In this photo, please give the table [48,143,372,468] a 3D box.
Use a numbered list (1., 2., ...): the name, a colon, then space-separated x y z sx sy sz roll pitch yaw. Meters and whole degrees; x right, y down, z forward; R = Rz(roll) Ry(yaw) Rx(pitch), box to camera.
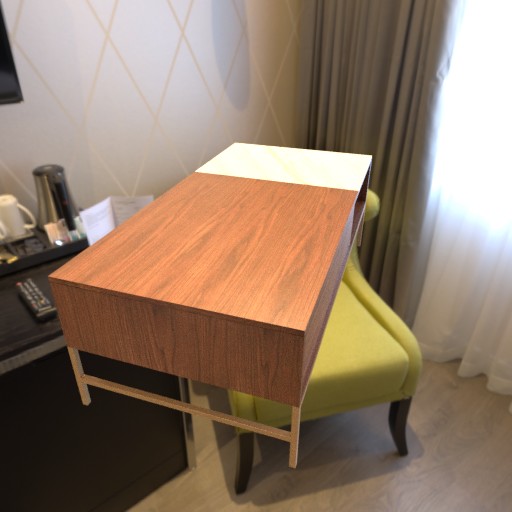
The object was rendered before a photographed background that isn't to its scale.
1. table: 0.000 0.000 1.994 0.789 0.551 1.553 10 31 16
